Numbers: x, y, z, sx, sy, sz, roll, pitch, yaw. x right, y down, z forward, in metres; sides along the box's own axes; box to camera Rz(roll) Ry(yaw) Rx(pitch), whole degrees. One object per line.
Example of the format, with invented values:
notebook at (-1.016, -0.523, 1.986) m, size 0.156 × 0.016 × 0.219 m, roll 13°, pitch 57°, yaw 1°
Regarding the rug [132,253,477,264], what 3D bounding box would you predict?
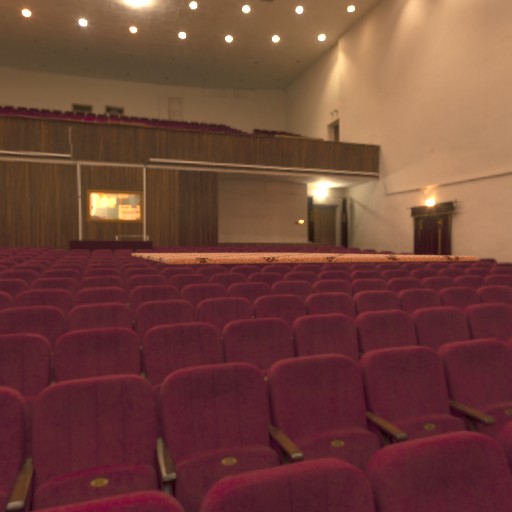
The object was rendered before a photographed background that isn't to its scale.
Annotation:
rug at (0.000, 0.000, 3.561) m, size 1.778 × 0.030 × 2.743 m, roll 0°, pitch 1°, yaw -19°
